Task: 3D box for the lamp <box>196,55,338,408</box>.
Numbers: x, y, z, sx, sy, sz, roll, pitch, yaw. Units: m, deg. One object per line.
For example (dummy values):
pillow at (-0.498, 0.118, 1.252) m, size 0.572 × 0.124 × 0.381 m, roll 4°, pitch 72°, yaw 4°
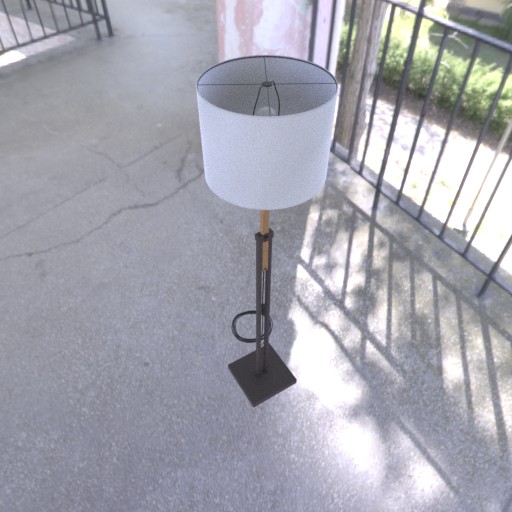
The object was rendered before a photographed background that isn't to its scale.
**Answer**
lamp at (0.000, 0.000, 1.939) m, size 0.474 × 1.650 × 0.639 m, roll -24°, pitch 50°, yaw -22°
